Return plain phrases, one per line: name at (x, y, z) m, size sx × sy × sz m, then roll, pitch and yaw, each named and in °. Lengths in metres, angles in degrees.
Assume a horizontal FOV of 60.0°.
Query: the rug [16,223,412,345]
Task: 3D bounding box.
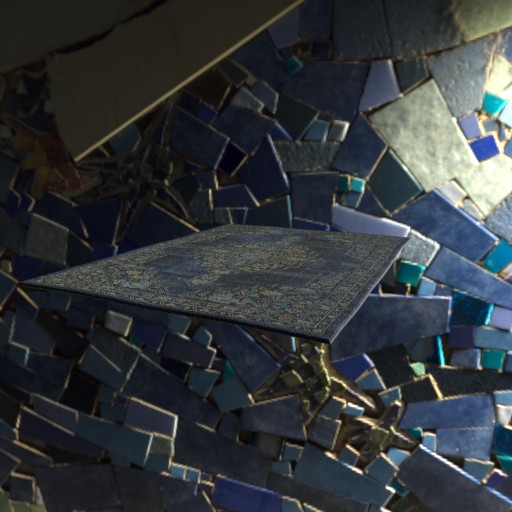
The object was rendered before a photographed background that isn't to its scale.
rug at (0.000, 0.000, 4.692) m, size 2.716 × 0.035 × 3.612 m, roll 6°, pitch 14°, yaw 25°
